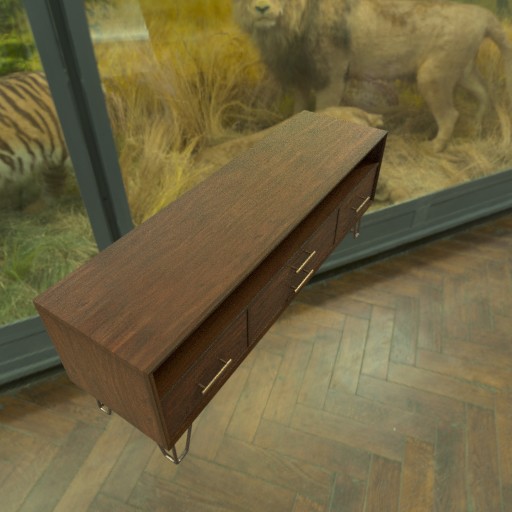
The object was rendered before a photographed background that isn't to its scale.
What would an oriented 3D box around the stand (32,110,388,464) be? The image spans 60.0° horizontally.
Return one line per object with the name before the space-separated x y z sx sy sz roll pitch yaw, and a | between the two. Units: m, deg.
stand | 0.000 0.000 1.893 0.481 0.610 1.626 23 46 25
